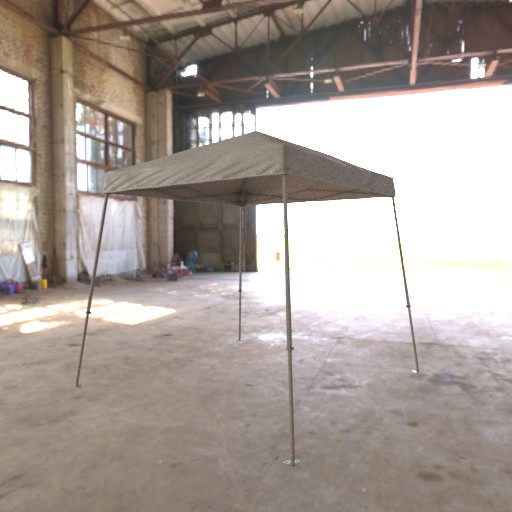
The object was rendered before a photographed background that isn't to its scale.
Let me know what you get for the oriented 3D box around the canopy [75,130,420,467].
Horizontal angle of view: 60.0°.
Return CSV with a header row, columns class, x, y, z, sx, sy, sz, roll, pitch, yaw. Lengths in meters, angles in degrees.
class,x,y,z,sx,sy,sz,roll,pitch,yaw
canopy,0.000,0.000,5.083,2.849,2.849,2.848,2,3,37
